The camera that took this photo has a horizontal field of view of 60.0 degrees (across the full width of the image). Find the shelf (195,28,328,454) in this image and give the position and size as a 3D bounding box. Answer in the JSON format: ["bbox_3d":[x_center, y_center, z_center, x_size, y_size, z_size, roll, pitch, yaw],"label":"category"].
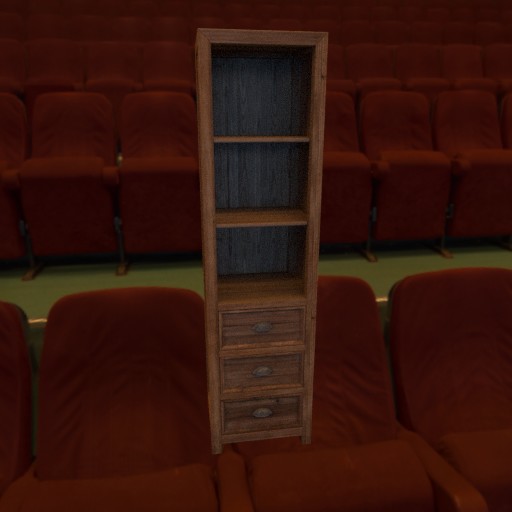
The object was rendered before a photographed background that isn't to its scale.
[{"bbox_3d":[0.000,0.000,2.141,0.500,1.900,0.428,-3,17,-8],"label":"shelf"}]
